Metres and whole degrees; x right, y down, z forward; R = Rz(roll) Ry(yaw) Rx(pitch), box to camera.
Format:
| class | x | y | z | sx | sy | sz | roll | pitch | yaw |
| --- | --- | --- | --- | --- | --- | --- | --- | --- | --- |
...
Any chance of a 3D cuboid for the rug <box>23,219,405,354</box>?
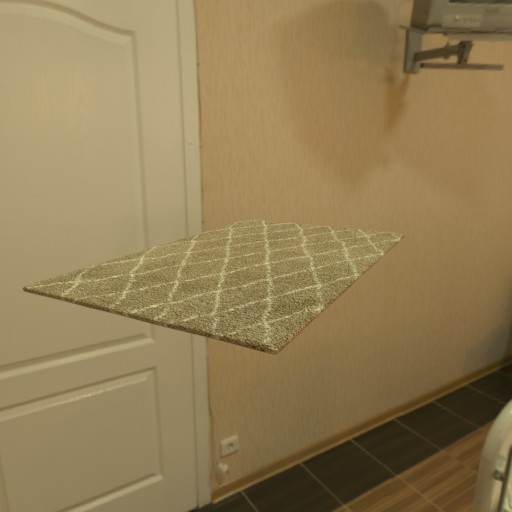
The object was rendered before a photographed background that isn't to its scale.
| class | x | y | z | sx | sy | sz | roll | pitch | yaw |
| --- | --- | --- | --- | --- | --- | --- | --- | --- | --- |
| rug | 0.000 | 0.000 | 3.046 | 1.524 | 0.030 | 2.438 | 8 | 17 | 28 |
